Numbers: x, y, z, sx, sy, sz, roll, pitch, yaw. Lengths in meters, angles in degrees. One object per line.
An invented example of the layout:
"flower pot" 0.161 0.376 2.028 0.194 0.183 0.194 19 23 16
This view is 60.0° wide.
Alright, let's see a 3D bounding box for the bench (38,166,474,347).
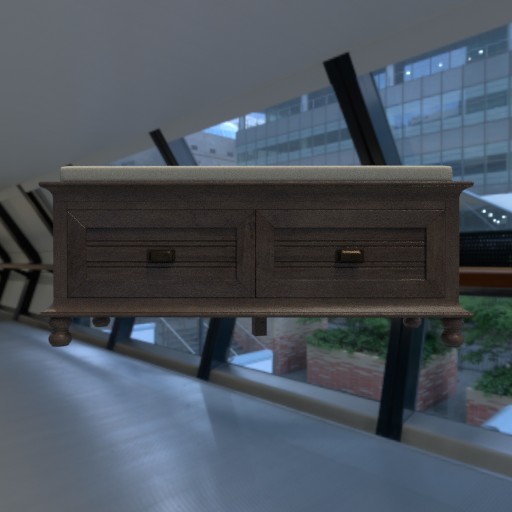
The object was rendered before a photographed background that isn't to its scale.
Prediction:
"bench" 0.000 0.000 1.407 1.185 0.501 0.402 0 1 0
